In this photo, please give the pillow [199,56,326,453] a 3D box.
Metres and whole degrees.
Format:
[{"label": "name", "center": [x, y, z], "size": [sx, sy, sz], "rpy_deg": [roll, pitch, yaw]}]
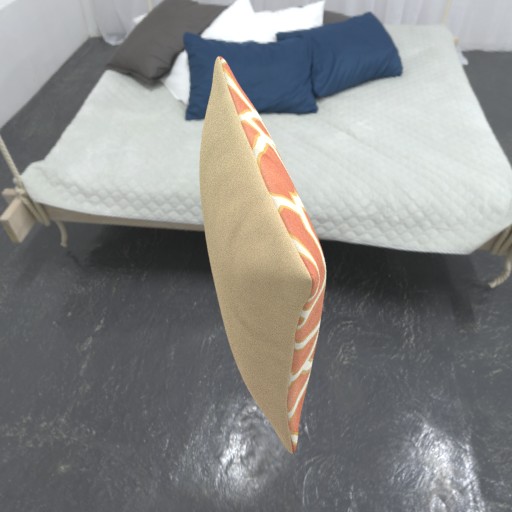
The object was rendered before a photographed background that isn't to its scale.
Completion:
[{"label": "pillow", "center": [0.000, 0.000, 0.820], "size": [0.166, 0.508, 0.552], "rpy_deg": [-10, 48, -9]}]
